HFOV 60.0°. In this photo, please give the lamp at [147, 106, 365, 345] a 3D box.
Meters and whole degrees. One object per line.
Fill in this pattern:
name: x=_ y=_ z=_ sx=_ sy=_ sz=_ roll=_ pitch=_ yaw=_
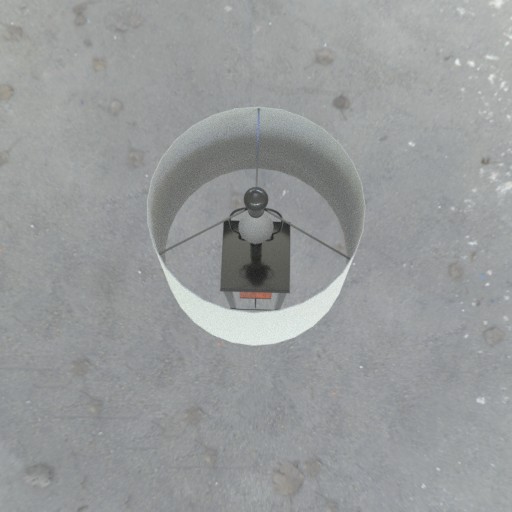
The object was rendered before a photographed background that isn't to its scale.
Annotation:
lamp: x=0.000 y=0.000 z=0.801 sx=0.320 sy=0.591 sz=0.320 roll=0 pitch=76 yaw=0
